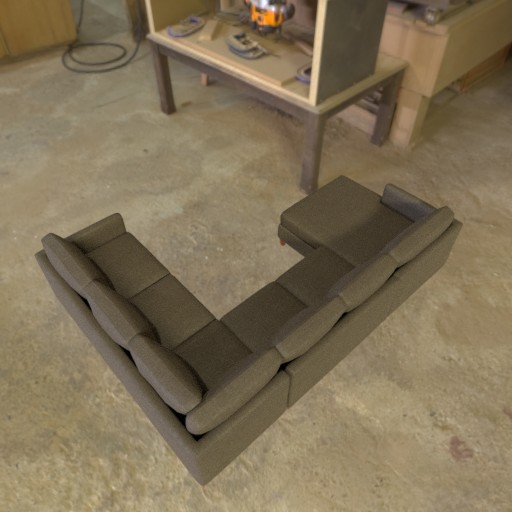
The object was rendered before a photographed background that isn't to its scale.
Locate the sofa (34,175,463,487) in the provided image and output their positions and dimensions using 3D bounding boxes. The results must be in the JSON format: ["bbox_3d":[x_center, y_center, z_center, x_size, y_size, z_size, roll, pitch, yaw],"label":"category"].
[{"bbox_3d":[0.000,0.000,4.555,3.460,0.961,2.594,-34,56,-27],"label":"sofa"}]
